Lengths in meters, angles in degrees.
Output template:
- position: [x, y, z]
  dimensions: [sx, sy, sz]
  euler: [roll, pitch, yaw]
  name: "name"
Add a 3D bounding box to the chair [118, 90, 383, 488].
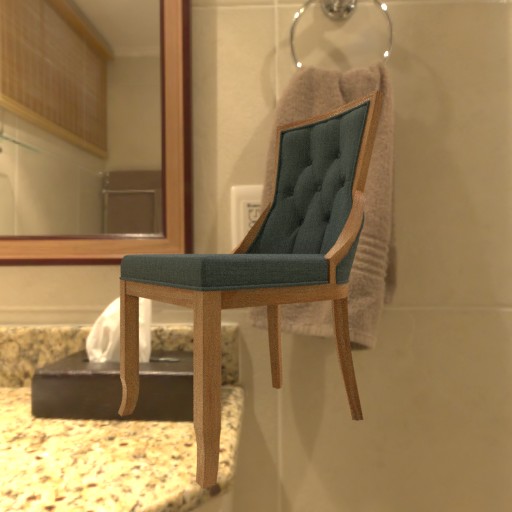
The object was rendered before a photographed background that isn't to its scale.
- position: [0.000, 0.000, 1.296]
  dimensions: [0.641, 0.947, 0.524]
  euler: [0, 1, -36]
  name: "chair"
